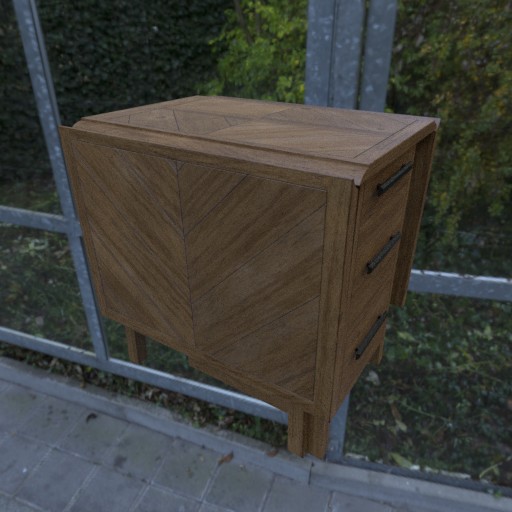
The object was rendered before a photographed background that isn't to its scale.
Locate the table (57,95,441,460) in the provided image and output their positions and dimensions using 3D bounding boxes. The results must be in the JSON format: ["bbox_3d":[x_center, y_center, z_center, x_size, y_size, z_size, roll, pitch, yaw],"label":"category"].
[{"bbox_3d":[0.000,0.000,1.269,0.746,0.763,0.591,17,32,29],"label":"table"}]
